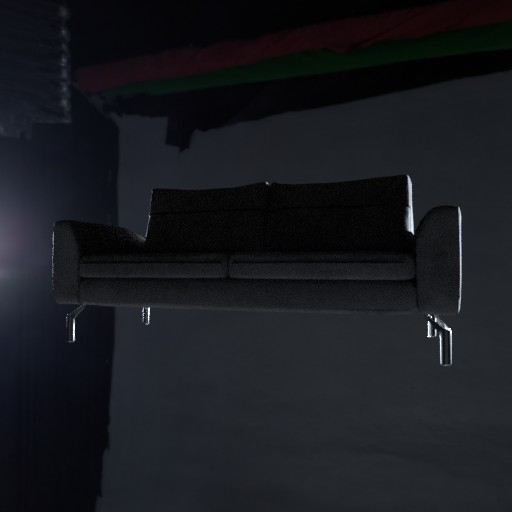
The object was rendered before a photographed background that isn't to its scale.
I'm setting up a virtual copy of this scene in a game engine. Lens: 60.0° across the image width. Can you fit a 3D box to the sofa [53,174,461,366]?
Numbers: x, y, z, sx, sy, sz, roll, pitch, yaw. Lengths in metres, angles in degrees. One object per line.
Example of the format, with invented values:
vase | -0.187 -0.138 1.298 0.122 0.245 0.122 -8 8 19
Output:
sofa | 0.000 0.000 2.278 1.837 0.859 0.849 0 -1 18
